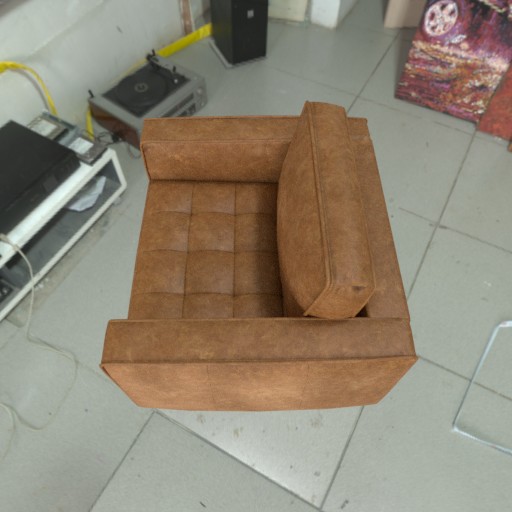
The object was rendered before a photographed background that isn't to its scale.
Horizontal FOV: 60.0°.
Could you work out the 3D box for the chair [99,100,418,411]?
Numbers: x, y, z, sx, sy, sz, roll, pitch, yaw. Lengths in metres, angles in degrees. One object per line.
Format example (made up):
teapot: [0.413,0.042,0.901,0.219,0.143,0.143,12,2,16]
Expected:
chair: [0.000,0.000,1.478,0.798,0.767,0.928,-1,58,0]
